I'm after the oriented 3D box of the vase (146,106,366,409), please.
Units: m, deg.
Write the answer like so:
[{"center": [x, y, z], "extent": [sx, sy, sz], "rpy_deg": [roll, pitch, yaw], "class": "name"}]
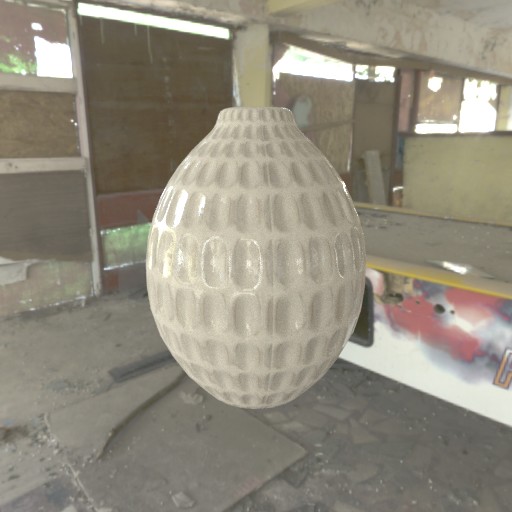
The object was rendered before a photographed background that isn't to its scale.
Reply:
[{"center": [0.000, 0.000, 0.264], "extent": [0.128, 0.167, 0.128], "rpy_deg": [0, 15, 0], "class": "vase"}]
